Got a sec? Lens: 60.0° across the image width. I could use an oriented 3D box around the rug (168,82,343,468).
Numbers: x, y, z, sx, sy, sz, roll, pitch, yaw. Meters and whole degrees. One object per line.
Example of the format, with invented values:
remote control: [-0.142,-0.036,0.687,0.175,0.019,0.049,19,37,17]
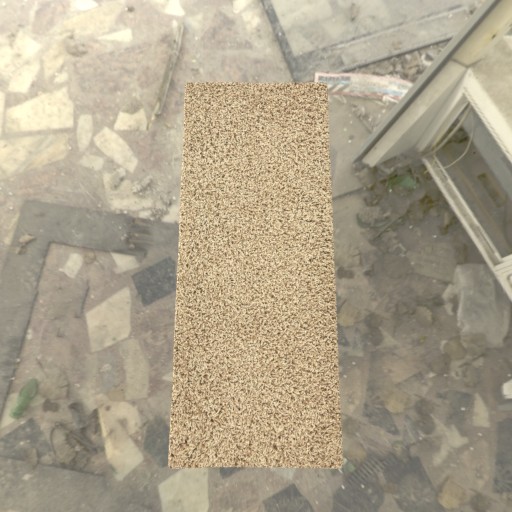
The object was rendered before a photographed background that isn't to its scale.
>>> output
rug: [0.000,0.000,1.724,0.609,0.030,1.524,0,76,0]
